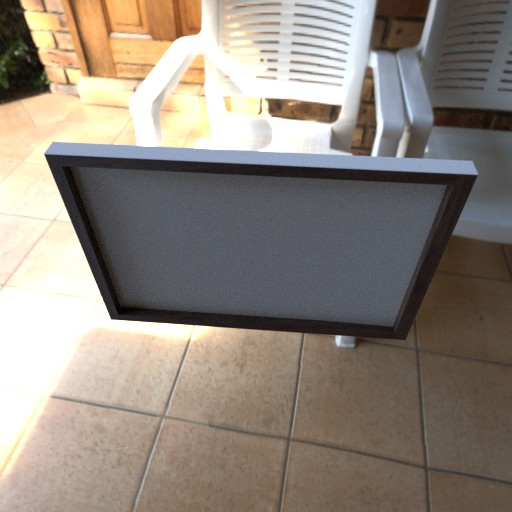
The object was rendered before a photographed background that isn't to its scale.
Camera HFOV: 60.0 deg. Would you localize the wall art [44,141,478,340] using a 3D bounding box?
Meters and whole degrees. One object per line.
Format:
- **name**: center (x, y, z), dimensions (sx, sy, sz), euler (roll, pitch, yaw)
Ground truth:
- **wall art**: center (0.000, 0.000, 1.166), dimensions (0.914, 0.610, 0.050), euler (3, 46, 3)
